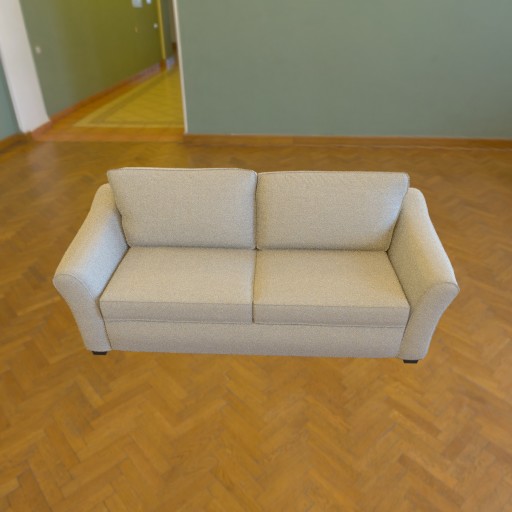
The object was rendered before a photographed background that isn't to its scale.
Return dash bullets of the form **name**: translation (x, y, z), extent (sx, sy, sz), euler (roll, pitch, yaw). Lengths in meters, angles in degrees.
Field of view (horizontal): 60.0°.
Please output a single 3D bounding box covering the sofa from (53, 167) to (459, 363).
- **sofa**: translation (0.000, 0.000, 2.843), extent (2.270, 0.965, 0.980), euler (1, 30, 2)
